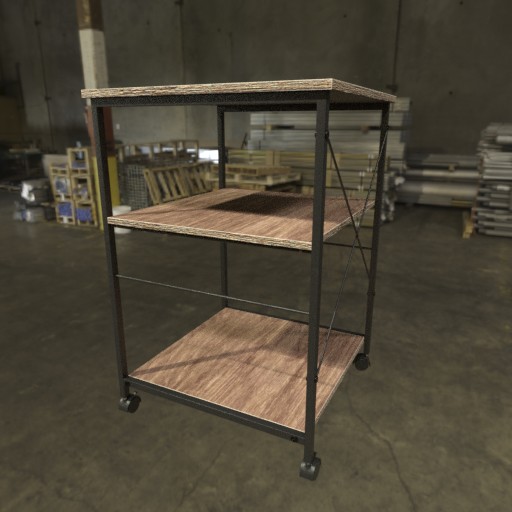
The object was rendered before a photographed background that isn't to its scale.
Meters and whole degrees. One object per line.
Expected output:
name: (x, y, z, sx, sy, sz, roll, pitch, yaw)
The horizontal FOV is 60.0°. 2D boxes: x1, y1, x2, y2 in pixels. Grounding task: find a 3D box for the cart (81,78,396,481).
cart: (0.000, 0.000, 1.104, 0.520, 0.762, 0.521, 8, 19, 26)
